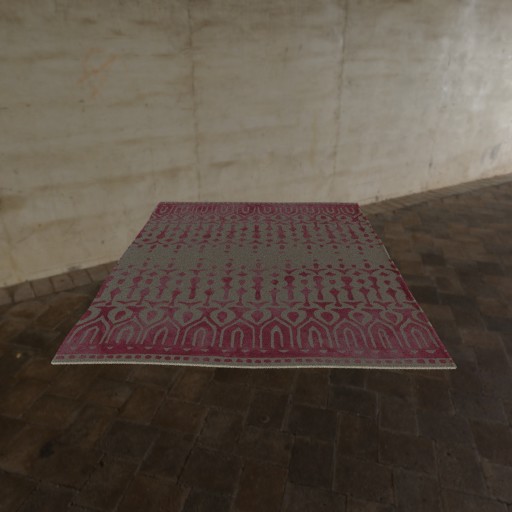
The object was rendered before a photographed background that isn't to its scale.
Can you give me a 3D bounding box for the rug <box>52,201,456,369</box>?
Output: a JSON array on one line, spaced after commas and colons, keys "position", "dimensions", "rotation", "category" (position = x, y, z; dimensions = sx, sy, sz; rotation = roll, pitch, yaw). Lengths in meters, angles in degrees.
[{"position": [0.000, 0.000, 4.032], "dimensions": [2.441, 0.016, 3.095], "rotation": [0, 25, 1], "category": "rug"}]
